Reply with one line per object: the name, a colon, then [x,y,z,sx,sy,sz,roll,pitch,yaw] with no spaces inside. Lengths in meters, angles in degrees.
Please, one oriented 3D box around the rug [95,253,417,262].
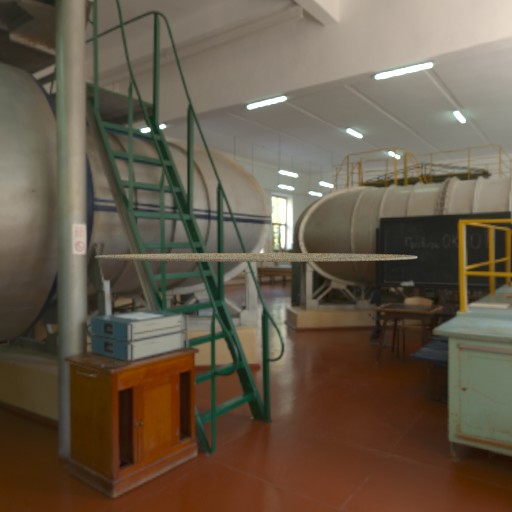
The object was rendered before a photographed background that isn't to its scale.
rug: [0.000,0.000,2.336,1.598,0.010,1.598,0,1,0]
